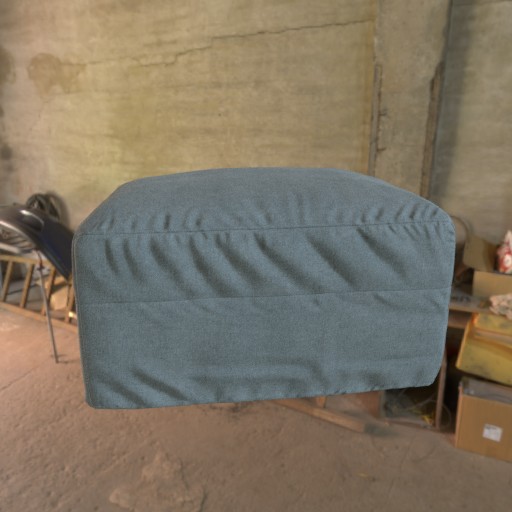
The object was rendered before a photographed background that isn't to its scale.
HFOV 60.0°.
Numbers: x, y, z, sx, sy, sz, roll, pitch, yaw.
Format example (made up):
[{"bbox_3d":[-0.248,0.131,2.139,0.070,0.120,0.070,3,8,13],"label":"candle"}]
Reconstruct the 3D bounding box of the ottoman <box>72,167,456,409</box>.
[{"bbox_3d":[0.000,0.000,1.232,0.837,0.481,0.683,-2,15,-6],"label":"ottoman"}]
